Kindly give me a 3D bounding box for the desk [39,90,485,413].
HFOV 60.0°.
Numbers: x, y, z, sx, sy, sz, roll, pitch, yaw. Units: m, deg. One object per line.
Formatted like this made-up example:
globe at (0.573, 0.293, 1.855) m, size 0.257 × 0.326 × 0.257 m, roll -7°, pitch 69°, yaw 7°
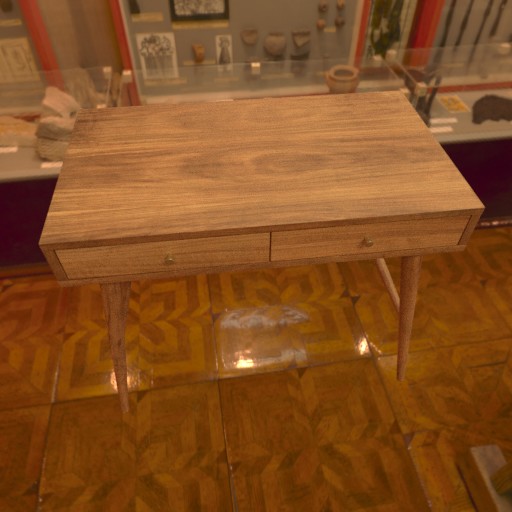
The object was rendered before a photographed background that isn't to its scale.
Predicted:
desk at (0.000, 0.000, 1.391) m, size 0.949 × 0.758 × 0.588 m, roll -5°, pitch 47°, yaw -5°
